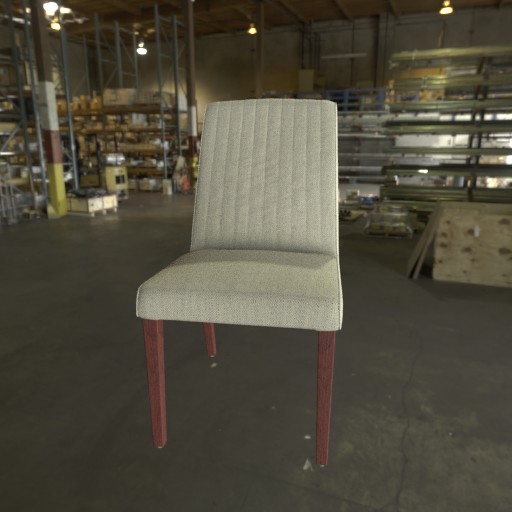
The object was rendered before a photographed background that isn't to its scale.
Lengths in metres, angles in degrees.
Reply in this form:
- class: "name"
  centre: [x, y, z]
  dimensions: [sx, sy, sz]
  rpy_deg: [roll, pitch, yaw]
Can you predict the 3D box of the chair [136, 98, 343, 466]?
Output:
- class: "chair"
  centre: [0.000, 0.000, 1.262]
  dimensions: [0.480, 0.900, 0.594]
  rpy_deg: [2, 14, 9]
